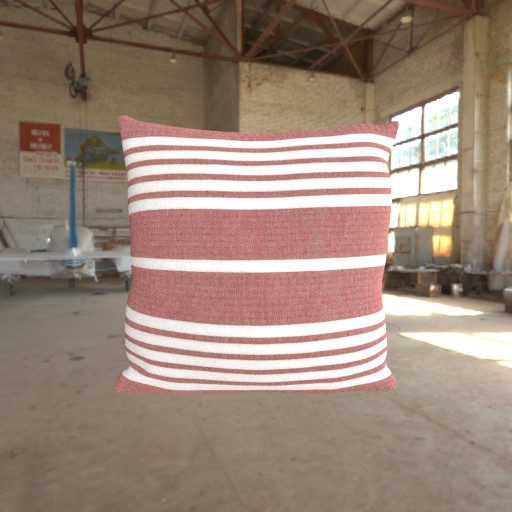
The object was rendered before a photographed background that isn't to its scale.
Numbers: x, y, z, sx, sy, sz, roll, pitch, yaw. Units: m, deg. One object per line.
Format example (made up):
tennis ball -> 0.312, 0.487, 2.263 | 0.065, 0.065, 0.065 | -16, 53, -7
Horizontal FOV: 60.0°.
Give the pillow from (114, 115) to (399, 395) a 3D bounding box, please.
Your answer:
pillow -> 0.000, 0.000, 0.678 | 0.439, 0.427, 0.182 | 0, 2, 0
